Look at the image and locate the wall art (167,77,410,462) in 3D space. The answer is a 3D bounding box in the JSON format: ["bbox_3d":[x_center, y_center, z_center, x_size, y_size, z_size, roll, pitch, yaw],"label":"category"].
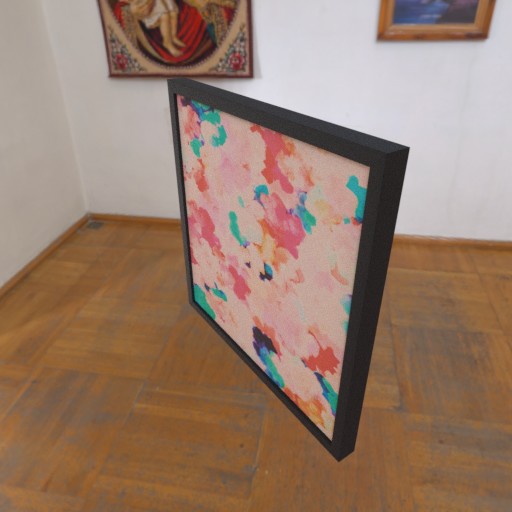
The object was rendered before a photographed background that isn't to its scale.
[{"bbox_3d":[0.000,0.000,0.758,0.036,0.503,0.506,-20,37,-29],"label":"wall art"}]
